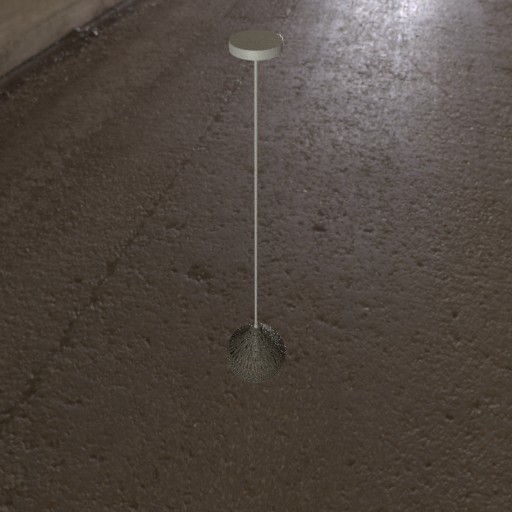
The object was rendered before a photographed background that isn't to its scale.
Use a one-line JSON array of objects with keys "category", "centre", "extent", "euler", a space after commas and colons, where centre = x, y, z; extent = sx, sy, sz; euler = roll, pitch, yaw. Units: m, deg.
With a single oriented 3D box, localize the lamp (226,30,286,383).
[{"category": "lamp", "centre": [0.000, 0.000, 2.052], "extent": [0.355, 1.919, 0.355], "euler": [-15, 48, -14]}]
